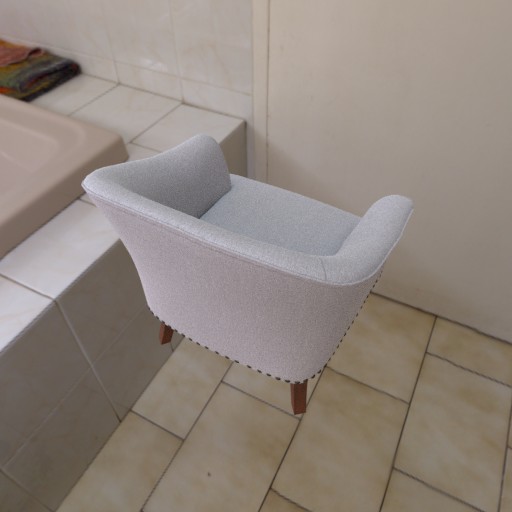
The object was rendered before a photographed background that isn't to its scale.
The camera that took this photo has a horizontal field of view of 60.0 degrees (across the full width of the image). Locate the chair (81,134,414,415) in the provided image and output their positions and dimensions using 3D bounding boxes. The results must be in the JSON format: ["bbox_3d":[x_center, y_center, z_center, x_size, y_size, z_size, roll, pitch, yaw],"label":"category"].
[{"bbox_3d":[0.000,0.000,1.416,0.798,0.815,0.704,22,50,20],"label":"chair"}]
